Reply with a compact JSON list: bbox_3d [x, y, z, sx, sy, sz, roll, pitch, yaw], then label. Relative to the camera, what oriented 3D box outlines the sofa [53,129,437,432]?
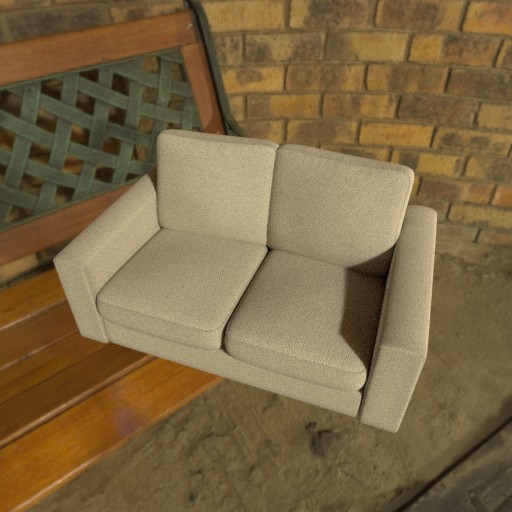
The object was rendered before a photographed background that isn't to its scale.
[{"bbox_3d":[0.000,0.000,2.181,1.616,0.873,1.016,13,41,15],"label":"sofa"}]
